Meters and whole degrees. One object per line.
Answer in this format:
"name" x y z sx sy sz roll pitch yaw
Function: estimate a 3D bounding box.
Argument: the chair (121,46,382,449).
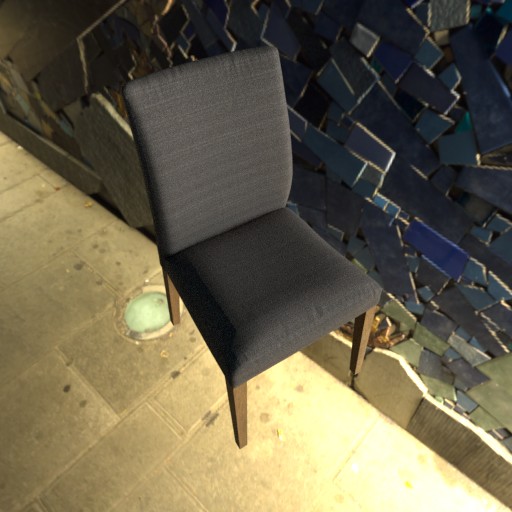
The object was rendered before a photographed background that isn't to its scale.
"chair" 0.000 0.000 1.286 0.496 0.940 0.585 -25 52 -22
